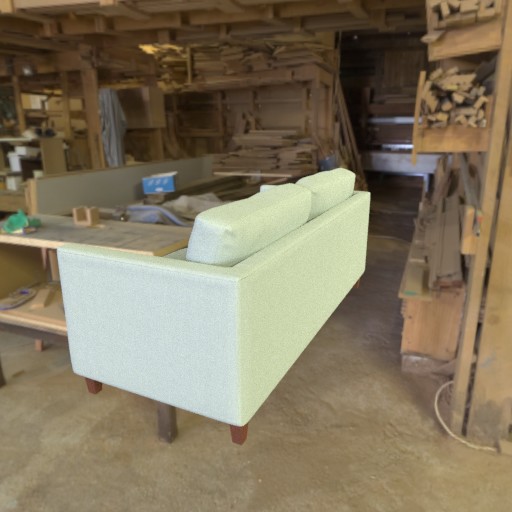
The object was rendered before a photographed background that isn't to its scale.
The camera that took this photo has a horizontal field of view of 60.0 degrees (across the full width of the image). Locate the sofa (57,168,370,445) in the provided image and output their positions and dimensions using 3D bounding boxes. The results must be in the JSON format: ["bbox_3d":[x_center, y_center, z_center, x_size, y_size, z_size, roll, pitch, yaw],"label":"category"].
[{"bbox_3d":[0.000,0.000,2.766,0.951,0.965,2.208,8,19,25],"label":"sofa"}]
